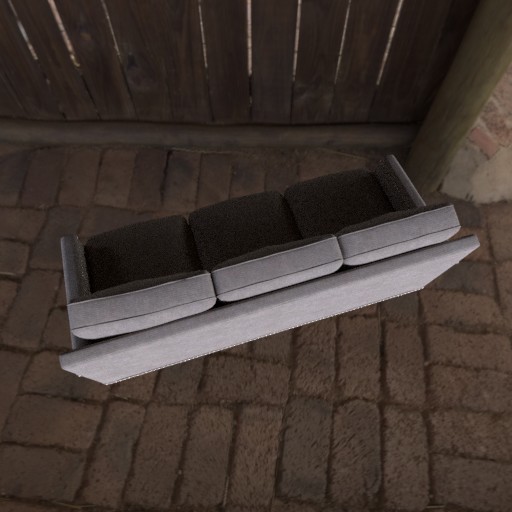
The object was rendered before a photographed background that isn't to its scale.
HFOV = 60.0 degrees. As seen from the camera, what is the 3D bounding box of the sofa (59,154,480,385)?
[{"bbox_3d":[0.000,0.000,2.765,2.226,1.042,1.034,-15,60,-9],"label":"sofa"}]
